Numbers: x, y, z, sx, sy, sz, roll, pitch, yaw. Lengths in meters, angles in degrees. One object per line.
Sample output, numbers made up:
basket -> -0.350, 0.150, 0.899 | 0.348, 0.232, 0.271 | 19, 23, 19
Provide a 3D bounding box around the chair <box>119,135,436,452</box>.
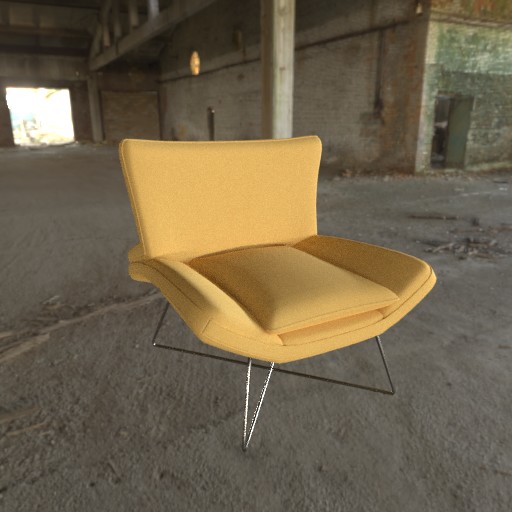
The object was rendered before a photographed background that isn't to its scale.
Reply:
chair -> 0.000, 0.000, 1.672 | 0.859, 0.855, 1.008 | -9, 19, -27
